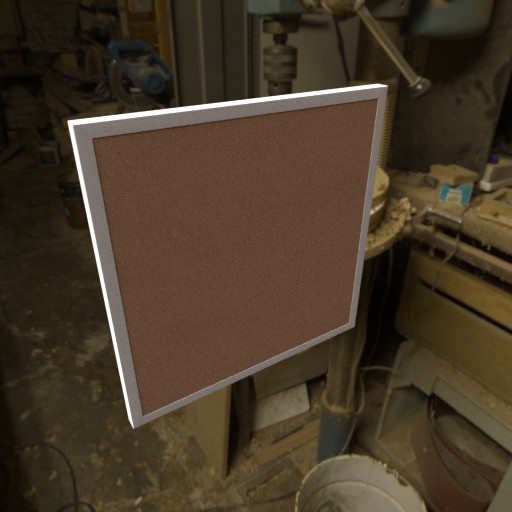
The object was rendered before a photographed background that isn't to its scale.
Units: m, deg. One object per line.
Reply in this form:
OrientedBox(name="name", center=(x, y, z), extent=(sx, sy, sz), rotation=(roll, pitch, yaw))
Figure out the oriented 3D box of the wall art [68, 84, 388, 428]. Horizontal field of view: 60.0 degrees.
OrientedBox(name="wall art", center=(0.000, 0.000, 1.128), extent=(0.760, 0.760, 0.036), rotation=(-18, 34, -28))
